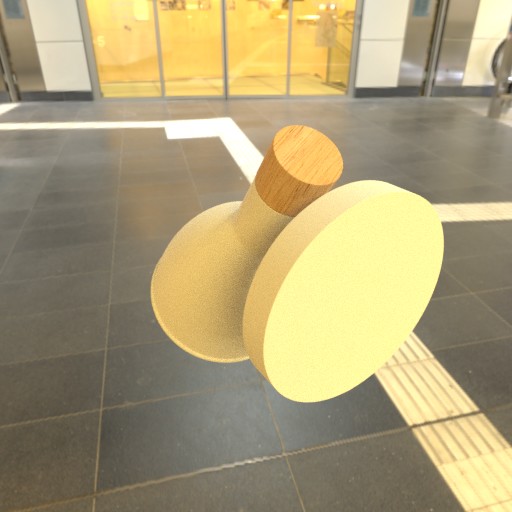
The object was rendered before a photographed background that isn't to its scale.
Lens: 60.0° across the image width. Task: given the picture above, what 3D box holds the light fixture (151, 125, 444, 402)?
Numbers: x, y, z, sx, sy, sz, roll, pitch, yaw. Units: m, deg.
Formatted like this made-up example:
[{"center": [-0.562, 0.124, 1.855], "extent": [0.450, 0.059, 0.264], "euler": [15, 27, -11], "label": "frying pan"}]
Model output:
[{"center": [0.000, 0.000, 0.319], "extent": [0.127, 0.199, 0.209], "euler": [-18, 34, -28], "label": "light fixture"}]
